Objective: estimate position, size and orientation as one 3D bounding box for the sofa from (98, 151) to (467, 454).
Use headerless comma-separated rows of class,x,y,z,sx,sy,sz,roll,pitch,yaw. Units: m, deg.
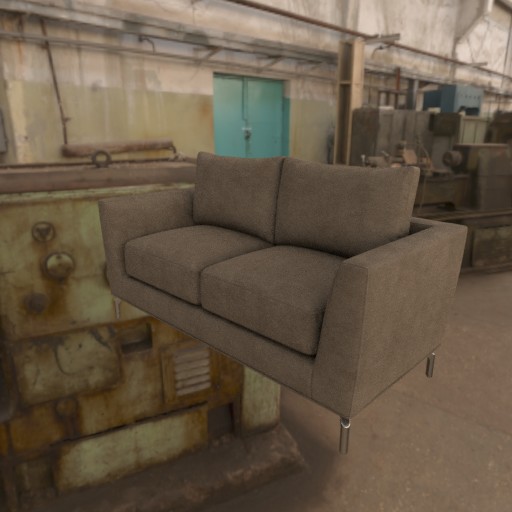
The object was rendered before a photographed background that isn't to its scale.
sofa,0.000,0.000,2.353,1.832,1.013,0.855,16,23,42
